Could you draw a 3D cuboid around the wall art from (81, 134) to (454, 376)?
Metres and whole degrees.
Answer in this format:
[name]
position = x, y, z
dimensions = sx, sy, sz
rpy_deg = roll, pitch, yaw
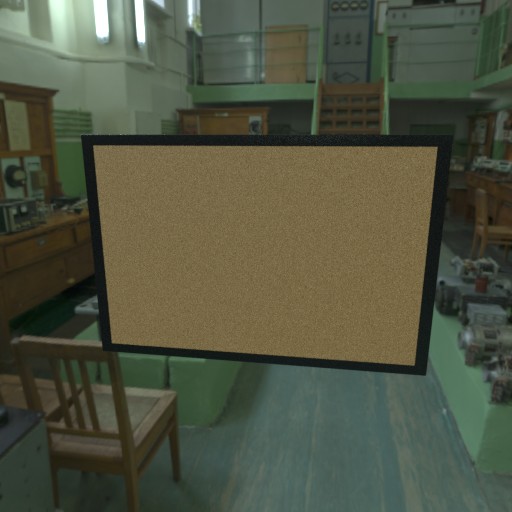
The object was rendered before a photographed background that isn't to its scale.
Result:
[wall art]
position = 0.000, 0.000, 1.045
dimensions = 0.819, 0.552, 0.015
rpy_deg = 2, 16, 8
